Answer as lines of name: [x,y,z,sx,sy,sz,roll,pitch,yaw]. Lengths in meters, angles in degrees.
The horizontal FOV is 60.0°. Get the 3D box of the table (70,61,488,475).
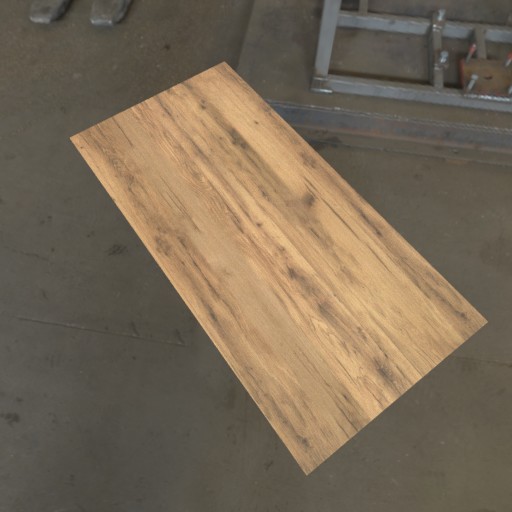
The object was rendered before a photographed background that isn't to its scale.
table: [0.000,0.000,2.474,1.000,0.770,2.000,-33,68,-16]
